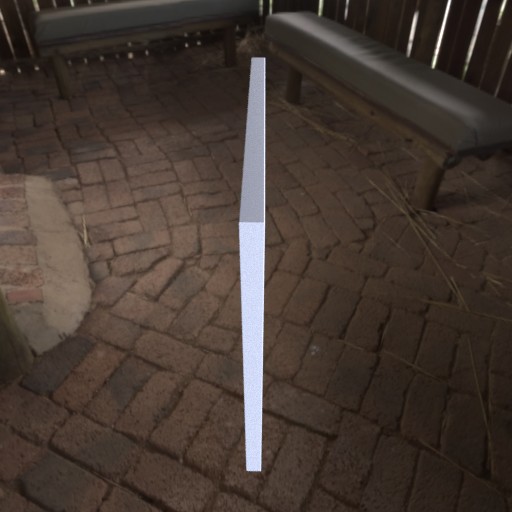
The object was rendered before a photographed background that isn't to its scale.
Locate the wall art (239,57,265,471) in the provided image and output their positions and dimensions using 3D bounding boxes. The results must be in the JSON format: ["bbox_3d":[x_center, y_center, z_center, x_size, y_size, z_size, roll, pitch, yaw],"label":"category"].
[{"bbox_3d":[0.000,0.000,1.150,0.036,0.760,0.760,1,40,1],"label":"wall art"}]
